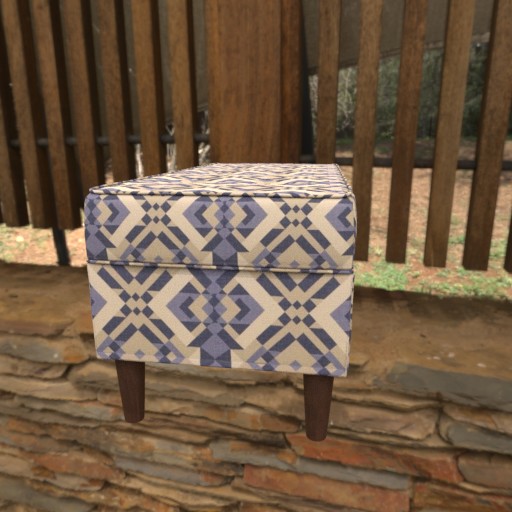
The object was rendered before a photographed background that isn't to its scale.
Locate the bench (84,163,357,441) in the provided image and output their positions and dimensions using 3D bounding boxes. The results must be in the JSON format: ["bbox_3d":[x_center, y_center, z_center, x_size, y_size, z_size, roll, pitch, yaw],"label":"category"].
[{"bbox_3d":[0.000,0.000,1.272,0.492,0.477,1.016,2,15,8],"label":"bench"}]
